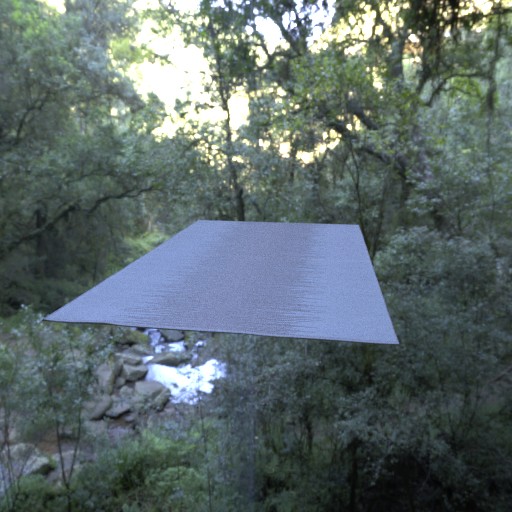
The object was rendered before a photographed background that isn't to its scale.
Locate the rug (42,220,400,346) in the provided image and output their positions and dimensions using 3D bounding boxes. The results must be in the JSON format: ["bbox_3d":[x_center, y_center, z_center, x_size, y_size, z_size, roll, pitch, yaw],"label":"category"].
[{"bbox_3d":[0.000,0.000,2.992,1.522,0.012,2.440,2,15,9],"label":"rug"}]
